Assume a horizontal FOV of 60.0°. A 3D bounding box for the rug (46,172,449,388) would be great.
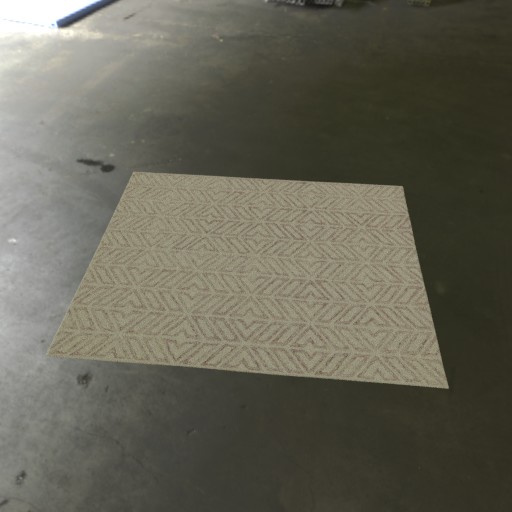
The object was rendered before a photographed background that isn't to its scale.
[{"bbox_3d":[0.000,0.000,4.164,3.045,0.008,2.421,4,46,4],"label":"rug"}]
